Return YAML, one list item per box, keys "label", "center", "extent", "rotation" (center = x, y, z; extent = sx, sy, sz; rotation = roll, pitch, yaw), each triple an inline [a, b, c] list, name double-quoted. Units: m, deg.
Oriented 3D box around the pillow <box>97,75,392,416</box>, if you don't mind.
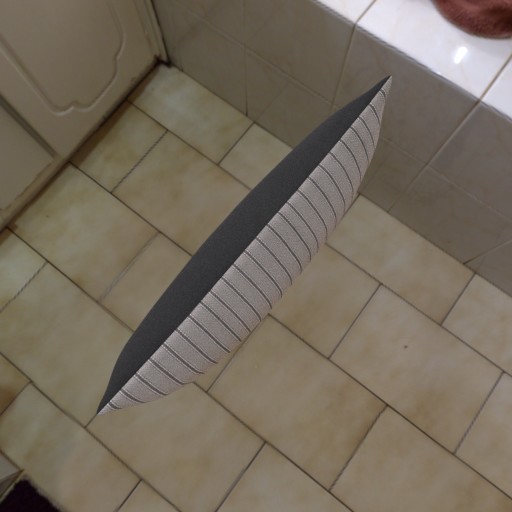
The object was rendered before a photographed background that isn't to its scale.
- label: "pillow"
  center: [0.000, 0.000, 0.732]
  extent: [0.151, 0.305, 0.609]
  rotation: [39, 79, 9]
